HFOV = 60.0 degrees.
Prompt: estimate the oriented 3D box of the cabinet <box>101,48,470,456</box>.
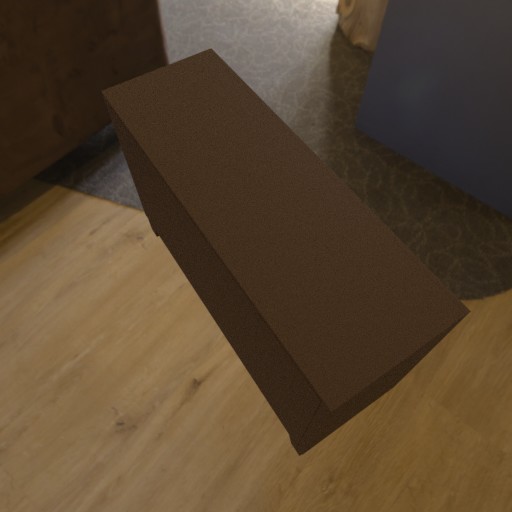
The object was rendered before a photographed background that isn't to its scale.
[{"bbox_3d":[0.000,0.000,1.831,0.482,0.914,1.396,-29,63,-16],"label":"cabinet"}]
